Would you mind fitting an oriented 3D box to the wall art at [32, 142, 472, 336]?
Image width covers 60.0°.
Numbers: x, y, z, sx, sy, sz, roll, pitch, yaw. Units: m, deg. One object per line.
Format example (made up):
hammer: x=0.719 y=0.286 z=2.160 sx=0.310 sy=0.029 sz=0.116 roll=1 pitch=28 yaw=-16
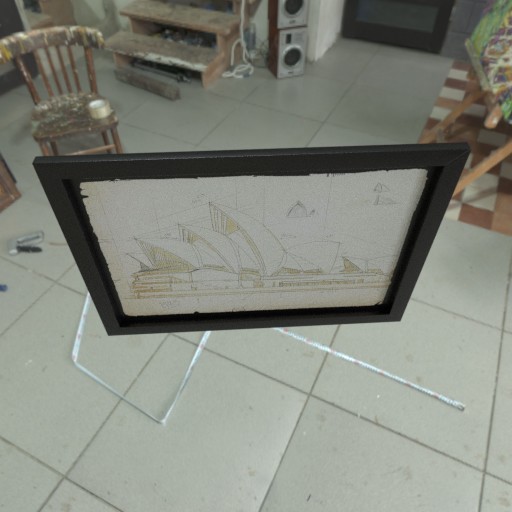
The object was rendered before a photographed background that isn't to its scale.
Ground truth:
wall art: x=0.000 y=0.000 z=0.559 sx=0.440 sy=0.306 sz=0.013 roll=-2 pitch=47 yaw=-2
